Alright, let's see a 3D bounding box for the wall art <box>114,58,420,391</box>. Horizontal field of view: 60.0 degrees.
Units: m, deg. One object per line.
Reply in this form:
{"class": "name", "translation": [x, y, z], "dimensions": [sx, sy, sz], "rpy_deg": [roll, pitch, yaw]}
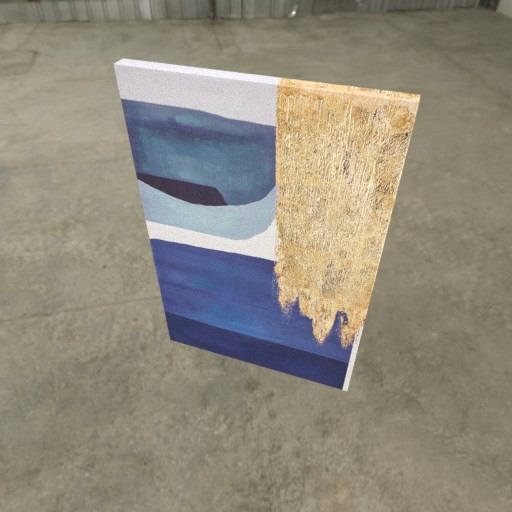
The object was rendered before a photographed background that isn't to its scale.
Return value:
{"class": "wall art", "translation": [0.000, 0.000, 1.153], "dimensions": [0.607, 0.911, 0.039], "rpy_deg": [13, 43, 14]}
